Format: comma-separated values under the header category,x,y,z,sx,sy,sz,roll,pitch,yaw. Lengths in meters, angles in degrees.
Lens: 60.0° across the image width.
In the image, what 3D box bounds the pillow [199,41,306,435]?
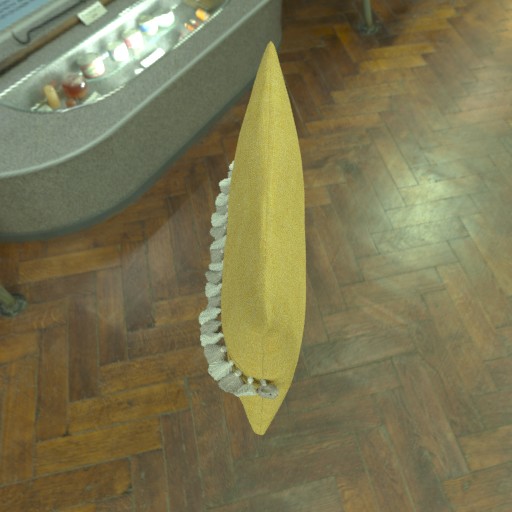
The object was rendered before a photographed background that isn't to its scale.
category,x,y,z,sx,sy,sz,roll,pitch,yaw
pillow,0.000,0.000,0.745,0.167,0.481,0.485,2,57,1
